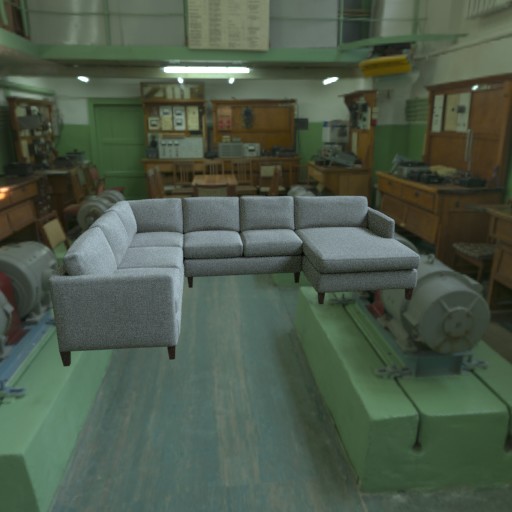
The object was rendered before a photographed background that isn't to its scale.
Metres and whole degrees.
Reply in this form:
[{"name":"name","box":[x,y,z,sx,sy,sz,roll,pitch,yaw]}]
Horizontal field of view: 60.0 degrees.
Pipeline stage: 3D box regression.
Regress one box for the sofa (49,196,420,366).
[{"name":"sofa","box":[0.000,0.000,4.748,3.460,0.959,2.593,-2,17,-7]}]
